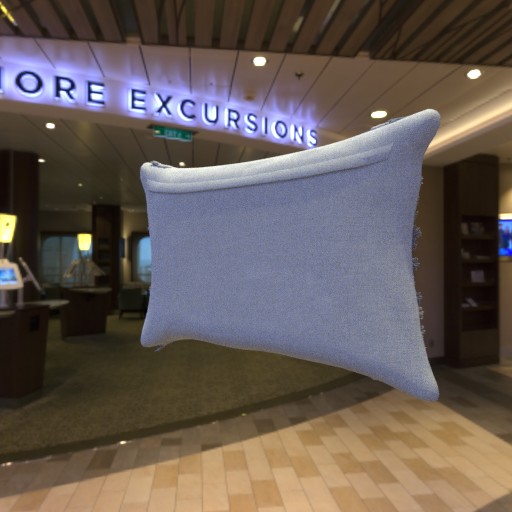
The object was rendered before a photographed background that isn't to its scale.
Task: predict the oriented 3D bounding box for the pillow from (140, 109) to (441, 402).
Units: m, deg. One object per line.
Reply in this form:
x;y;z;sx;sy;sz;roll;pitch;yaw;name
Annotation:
0.000;0.000;0.588;0.466;0.305;0.084;0;-1;36;pillow
